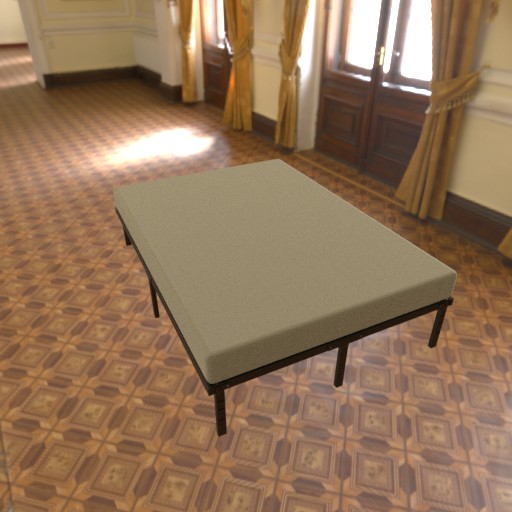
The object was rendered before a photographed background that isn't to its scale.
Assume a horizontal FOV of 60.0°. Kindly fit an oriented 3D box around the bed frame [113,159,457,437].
[{"bbox_3d":[0.000,0.000,3.900,2.205,0.680,2.842,-10,33,-16],"label":"bed frame"}]
